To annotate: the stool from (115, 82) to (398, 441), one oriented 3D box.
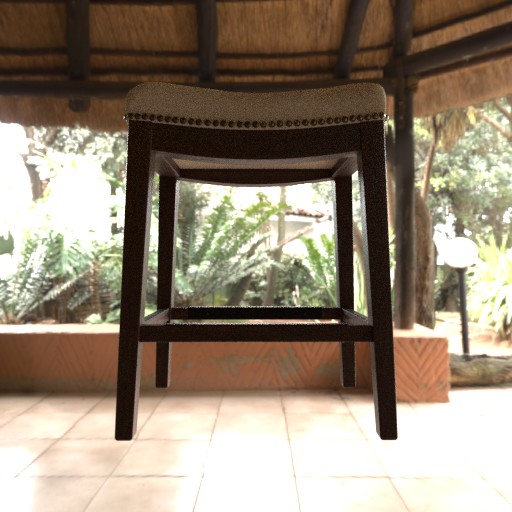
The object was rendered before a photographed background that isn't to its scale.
[{"bbox_3d":[0.000,0.000,0.979,0.509,0.669,0.363,0,-1,0],"label":"stool"}]
